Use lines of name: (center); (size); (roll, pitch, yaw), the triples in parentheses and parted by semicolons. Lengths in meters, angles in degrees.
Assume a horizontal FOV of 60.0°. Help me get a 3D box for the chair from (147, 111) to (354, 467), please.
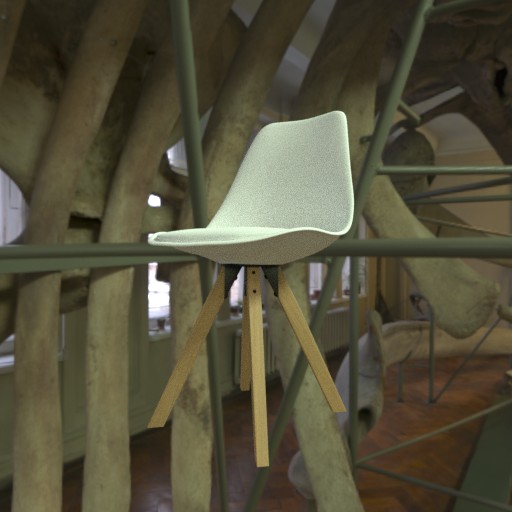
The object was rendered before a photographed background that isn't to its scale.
chair: (0.000, 0.000, 1.172); (0.485, 0.849, 0.550); (1, 1, 36)
